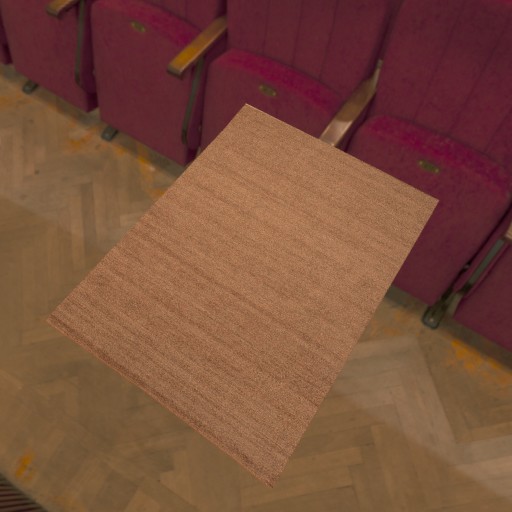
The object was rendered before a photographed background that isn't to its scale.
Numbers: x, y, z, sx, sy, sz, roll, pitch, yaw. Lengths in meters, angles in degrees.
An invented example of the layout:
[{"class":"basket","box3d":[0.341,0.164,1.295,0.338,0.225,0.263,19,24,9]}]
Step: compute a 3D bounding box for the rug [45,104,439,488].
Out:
[{"class":"rug","box3d":[0.000,0.000,5.049,2.873,0.053,3.778,31,67,15]}]
